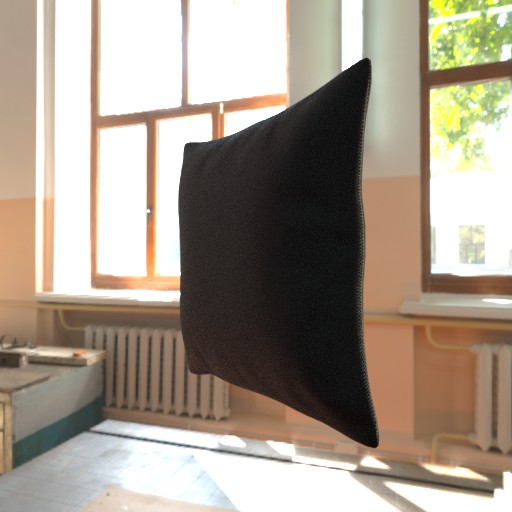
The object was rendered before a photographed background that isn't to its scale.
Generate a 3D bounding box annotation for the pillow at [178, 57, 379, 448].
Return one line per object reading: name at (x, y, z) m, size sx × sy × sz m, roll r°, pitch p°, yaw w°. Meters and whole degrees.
pillow at (0.000, 0.000, 0.780) m, size 0.166 × 0.508 × 0.520 m, roll 1°, pitch -1°, yaw -36°
